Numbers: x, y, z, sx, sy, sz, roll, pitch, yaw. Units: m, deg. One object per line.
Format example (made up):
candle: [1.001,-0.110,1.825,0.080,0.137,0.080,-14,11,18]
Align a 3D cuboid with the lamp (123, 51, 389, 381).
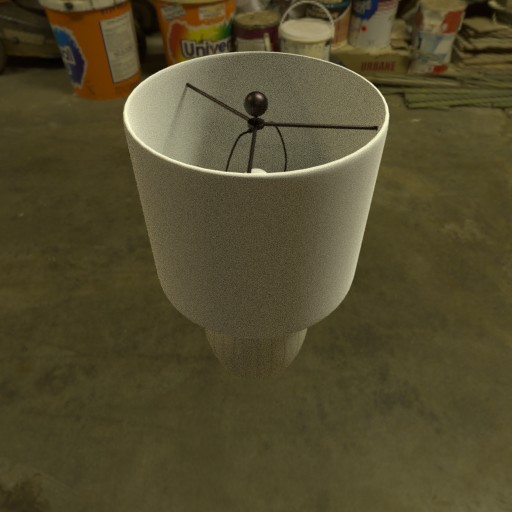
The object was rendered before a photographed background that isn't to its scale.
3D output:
lamp: [0.000,0.000,0.748,0.329,0.570,0.329,-31,53,-28]
